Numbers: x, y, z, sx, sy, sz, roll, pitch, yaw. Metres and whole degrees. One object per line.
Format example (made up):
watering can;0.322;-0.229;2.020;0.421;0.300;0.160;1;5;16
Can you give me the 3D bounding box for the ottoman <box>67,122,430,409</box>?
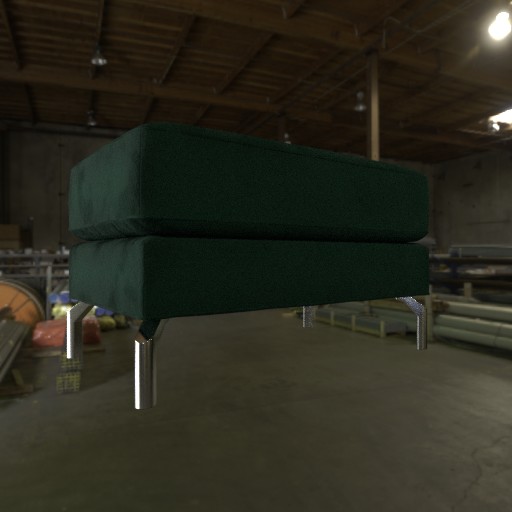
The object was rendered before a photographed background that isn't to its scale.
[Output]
ottoman;0.000;0.000;1.223;0.886;0.533;0.536;0;0;-36
